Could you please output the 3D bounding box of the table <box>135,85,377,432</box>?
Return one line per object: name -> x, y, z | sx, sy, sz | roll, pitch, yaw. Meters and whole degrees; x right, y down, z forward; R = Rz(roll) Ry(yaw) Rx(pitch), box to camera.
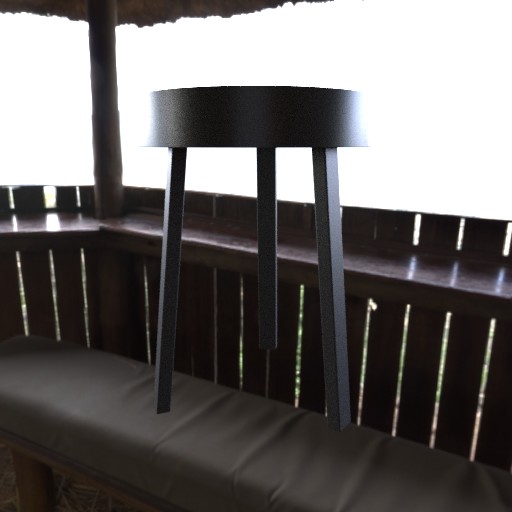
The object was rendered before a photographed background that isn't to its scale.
table -> 0.000, 0.000, 0.838 | 0.406, 0.559, 0.406 | 0, 14, 0
